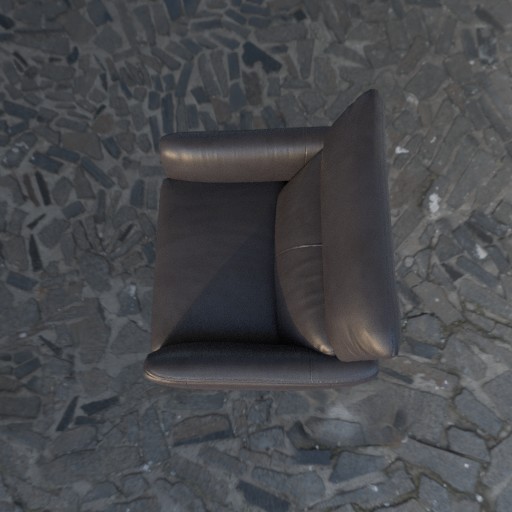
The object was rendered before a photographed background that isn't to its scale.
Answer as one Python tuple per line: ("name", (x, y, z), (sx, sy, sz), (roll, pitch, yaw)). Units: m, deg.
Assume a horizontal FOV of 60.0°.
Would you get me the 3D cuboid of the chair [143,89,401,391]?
("chair", (0.000, 0.000, 1.678), (0.809, 0.949, 0.976), (0, 75, 0))
